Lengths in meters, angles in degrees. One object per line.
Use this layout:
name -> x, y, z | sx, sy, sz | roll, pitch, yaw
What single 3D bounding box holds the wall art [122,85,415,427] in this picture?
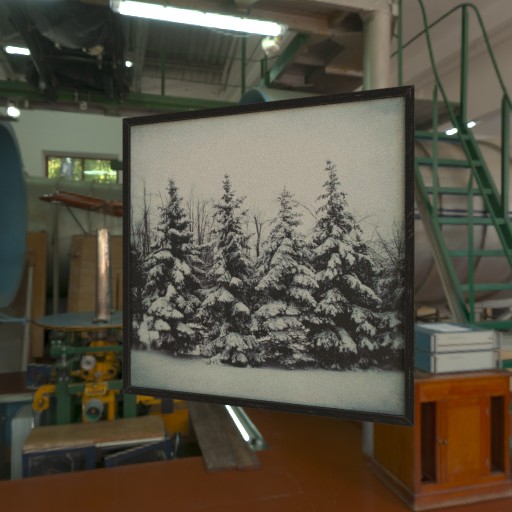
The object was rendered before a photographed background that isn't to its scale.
wall art -> 0.000, 0.000, 0.752 | 0.506, 0.506, 0.036 | 0, 0, 19
